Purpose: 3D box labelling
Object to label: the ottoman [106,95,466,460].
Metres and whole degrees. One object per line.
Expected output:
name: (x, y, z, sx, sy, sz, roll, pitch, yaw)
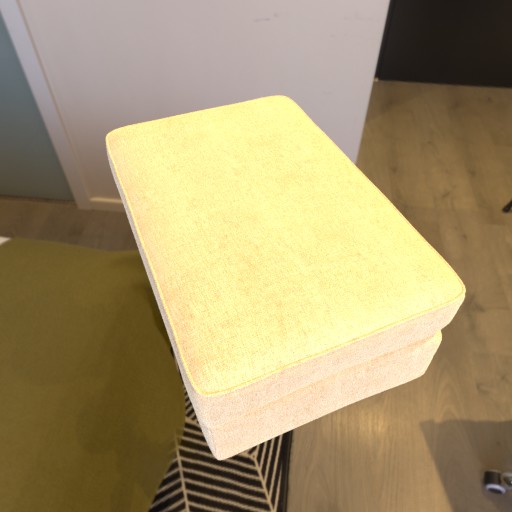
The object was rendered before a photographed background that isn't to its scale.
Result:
ottoman: (0.000, 0.000, 1.199, 0.583, 0.484, 0.862, -18, 50, -15)
